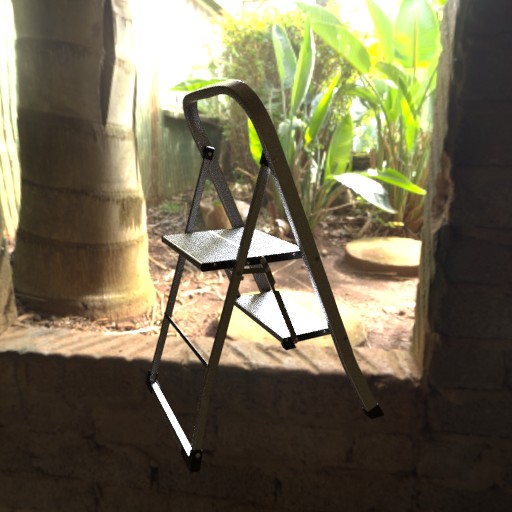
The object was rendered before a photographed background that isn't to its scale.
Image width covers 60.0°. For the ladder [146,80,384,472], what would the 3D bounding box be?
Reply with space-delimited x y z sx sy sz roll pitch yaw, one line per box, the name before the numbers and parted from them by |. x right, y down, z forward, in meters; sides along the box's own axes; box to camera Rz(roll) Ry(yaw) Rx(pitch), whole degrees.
ladder | 0.000 0.000 1.155 0.530 0.830 0.465 -7 17 -26
